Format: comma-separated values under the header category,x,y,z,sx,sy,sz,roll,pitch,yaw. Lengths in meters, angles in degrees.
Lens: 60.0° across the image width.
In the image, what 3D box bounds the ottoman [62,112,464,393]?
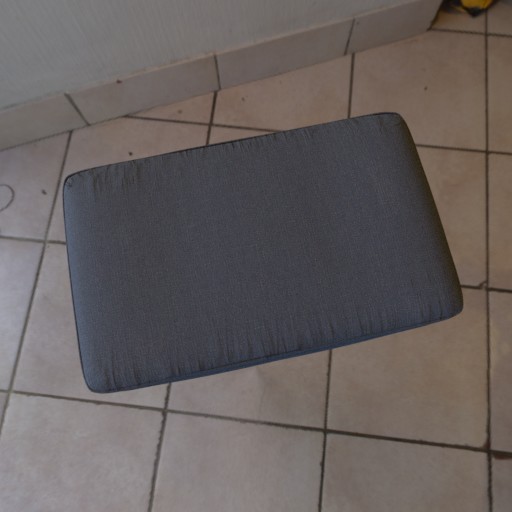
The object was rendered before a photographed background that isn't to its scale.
category,x,y,z,sx,sy,sz,roll,pitch,yaw
ottoman,0.000,0.000,1.212,0.885,0.438,0.570,-12,76,-3
